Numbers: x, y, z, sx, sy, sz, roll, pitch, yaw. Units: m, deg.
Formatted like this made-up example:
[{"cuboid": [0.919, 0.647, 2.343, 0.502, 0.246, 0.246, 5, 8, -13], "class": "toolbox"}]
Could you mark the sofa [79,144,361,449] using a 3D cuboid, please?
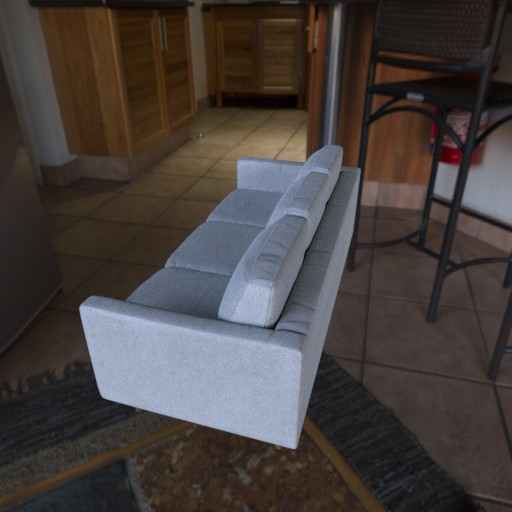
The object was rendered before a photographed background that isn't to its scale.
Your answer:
[{"cuboid": [0.000, 0.000, 2.559, 0.944, 0.918, 1.983, 9, 31, 15], "class": "sofa"}]
